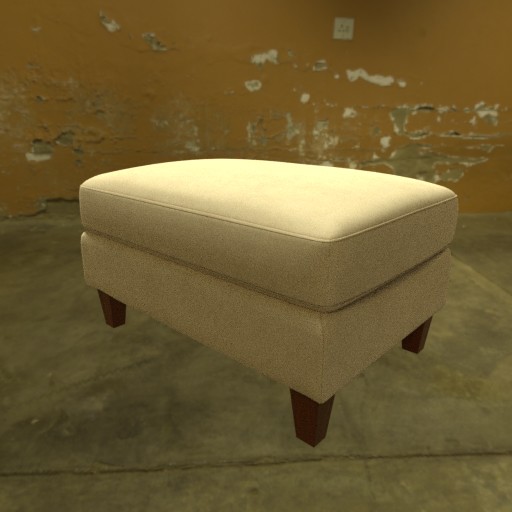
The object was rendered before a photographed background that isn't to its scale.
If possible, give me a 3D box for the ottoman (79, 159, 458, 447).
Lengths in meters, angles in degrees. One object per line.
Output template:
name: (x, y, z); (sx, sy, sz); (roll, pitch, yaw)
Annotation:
ottoman: (0.000, 0.000, 1.200); (0.864, 0.483, 0.584); (16, 24, 40)
